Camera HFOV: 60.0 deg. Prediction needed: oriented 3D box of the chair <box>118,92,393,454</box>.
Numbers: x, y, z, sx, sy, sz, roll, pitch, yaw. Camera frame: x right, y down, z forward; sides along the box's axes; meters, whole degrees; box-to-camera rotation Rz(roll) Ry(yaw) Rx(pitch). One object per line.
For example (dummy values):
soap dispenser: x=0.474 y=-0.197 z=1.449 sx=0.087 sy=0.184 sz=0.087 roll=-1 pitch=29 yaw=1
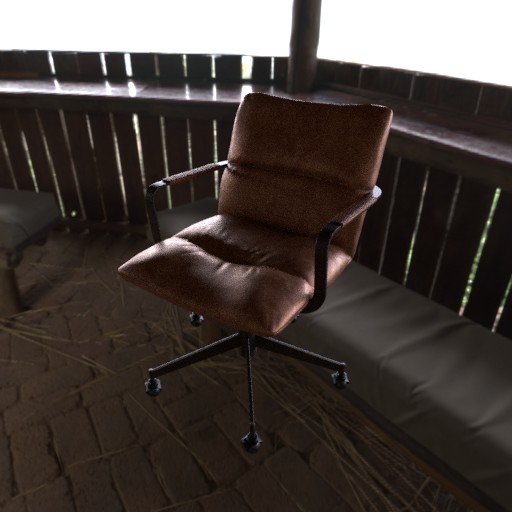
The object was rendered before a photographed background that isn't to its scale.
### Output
chair: x=0.000 y=0.000 z=1.495 sx=0.727 sy=0.922 sz=0.754 roll=17 pitch=33 yaw=28
